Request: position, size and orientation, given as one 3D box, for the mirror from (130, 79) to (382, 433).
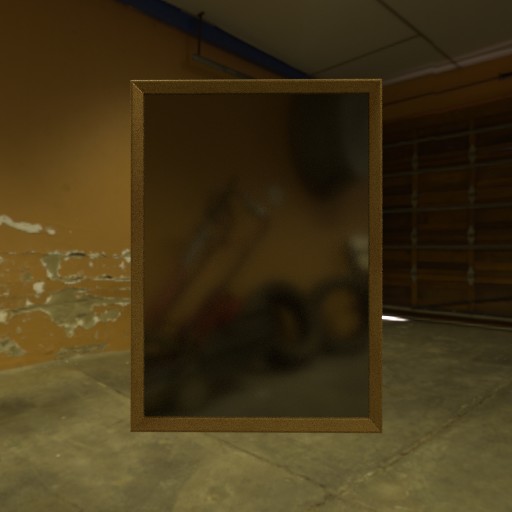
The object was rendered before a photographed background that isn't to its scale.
[{"bbox_3d":[0.000,0.000,0.911,0.507,0.710,0.039,0,0,1],"label":"mirror"}]
